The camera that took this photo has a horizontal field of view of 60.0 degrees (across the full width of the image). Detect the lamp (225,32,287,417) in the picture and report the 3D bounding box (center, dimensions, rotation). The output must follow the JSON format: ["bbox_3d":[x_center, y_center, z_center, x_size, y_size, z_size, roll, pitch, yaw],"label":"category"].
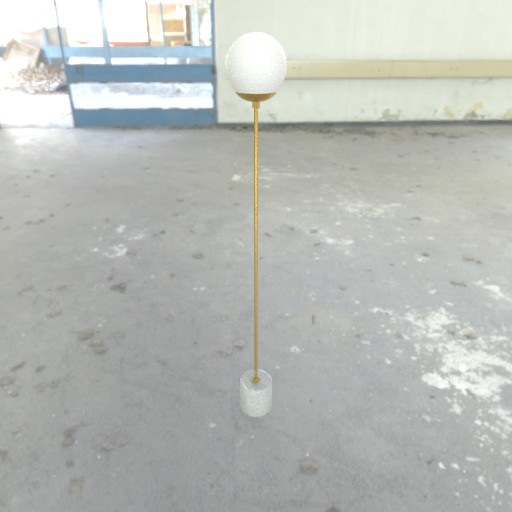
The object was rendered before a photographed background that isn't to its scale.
[{"bbox_3d":[0.000,0.000,1.943,0.224,1.753,0.224,-1,26,-1],"label":"lamp"}]
